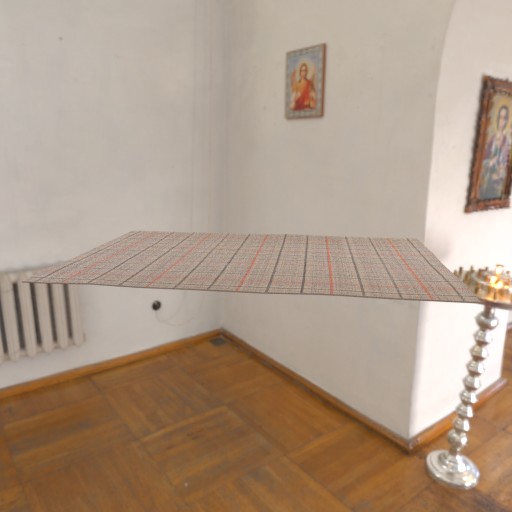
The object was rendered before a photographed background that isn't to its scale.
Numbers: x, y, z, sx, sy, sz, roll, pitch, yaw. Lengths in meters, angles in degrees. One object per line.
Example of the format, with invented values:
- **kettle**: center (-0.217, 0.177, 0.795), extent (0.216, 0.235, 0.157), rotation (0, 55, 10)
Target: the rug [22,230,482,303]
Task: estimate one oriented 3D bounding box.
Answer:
- **rug**: center (0.000, 0.000, 3.051), extent (2.439, 0.015, 1.524), rotation (2, 14, 8)
